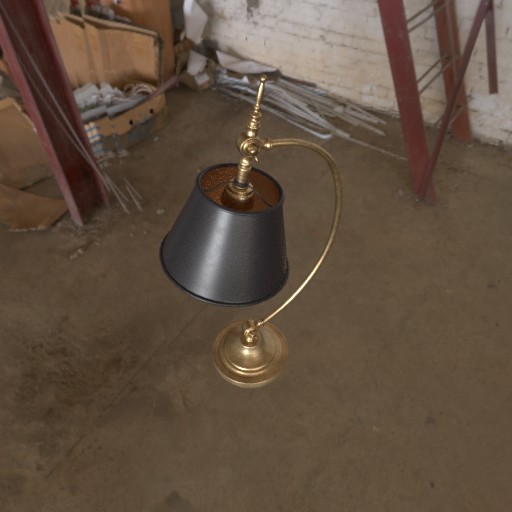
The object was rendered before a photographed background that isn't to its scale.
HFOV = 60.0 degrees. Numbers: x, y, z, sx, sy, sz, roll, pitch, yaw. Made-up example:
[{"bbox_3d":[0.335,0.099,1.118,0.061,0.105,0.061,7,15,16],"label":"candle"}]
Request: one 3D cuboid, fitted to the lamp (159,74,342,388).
[{"bbox_3d":[0.000,0.000,0.821,0.344,0.675,0.235,-16,48,-15],"label":"lamp"}]
